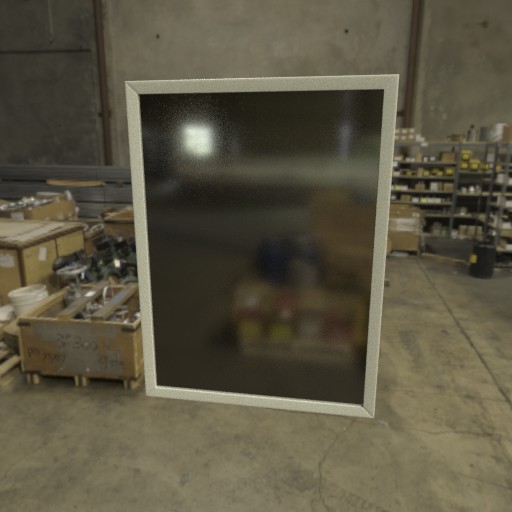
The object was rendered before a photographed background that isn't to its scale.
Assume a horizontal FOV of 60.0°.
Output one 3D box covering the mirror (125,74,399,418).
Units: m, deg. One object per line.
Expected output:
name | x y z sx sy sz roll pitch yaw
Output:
mirror | 0.000 0.000 1.358 0.762 1.016 0.040 2 14 9
